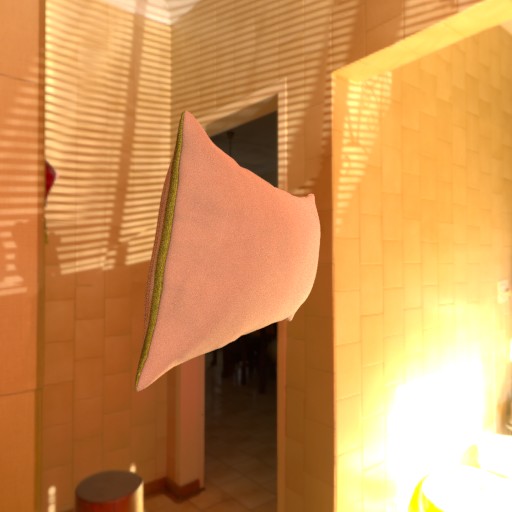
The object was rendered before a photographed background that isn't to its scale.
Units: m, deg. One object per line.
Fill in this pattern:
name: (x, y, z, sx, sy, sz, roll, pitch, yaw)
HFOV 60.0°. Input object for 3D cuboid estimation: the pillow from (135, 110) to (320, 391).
pillow: (0.000, 0.000, 0.735, 0.156, 0.292, 0.608, 0, -1, 19)
